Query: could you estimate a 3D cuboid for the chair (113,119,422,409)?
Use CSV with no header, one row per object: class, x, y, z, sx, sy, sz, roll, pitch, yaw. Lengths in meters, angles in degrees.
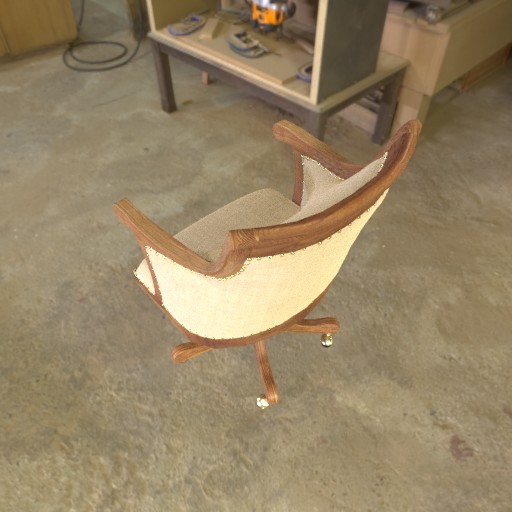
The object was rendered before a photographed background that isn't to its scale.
chair,0.000,0.000,1.433,0.656,0.965,0.689,-34,56,-27
